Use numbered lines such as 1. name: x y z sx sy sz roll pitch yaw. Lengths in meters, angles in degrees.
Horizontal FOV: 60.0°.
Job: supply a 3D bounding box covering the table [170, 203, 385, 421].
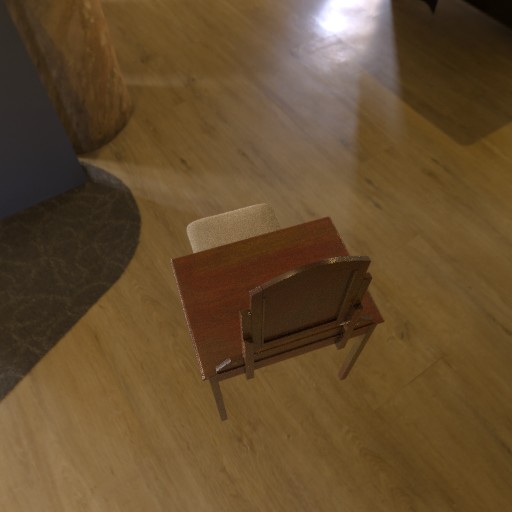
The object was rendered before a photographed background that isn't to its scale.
1. table: 0.000 0.000 2.357 0.876 1.631 1.211 -16 59 -10
